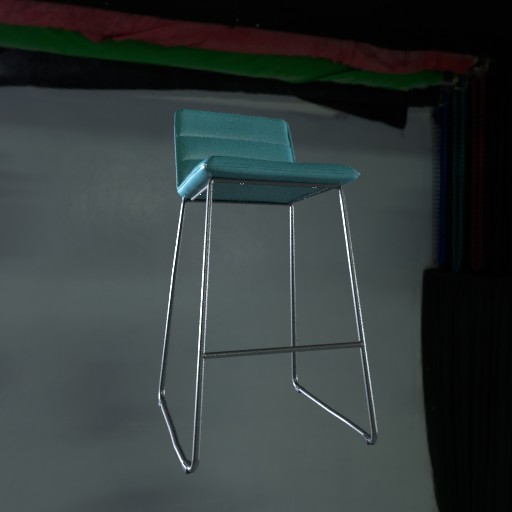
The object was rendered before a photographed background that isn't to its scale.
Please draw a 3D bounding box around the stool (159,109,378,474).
[{"bbox_3d":[0.000,0.000,1.243,0.489,0.936,0.524,0,0,-18],"label":"stool"}]
